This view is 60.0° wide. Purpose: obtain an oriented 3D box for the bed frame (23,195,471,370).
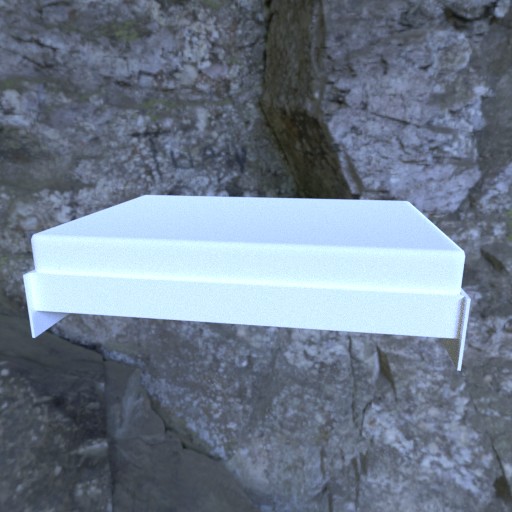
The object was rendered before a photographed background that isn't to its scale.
[{"bbox_3d":[0.000,0.000,2.601,1.945,0.497,1.445,2,16,9],"label":"bed frame"}]
